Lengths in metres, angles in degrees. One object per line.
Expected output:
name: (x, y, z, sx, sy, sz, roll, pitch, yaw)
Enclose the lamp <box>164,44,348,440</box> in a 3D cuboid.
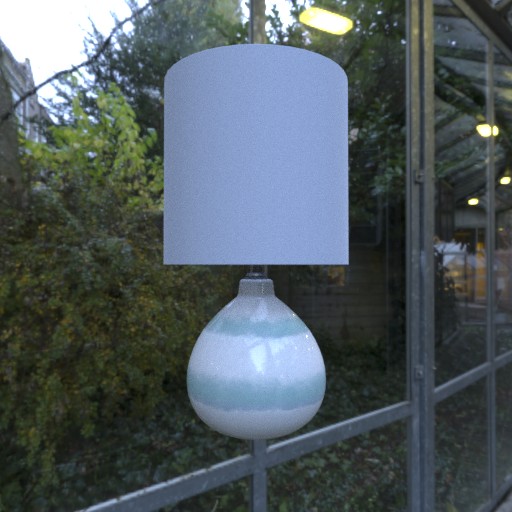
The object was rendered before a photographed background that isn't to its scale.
lamp: (0.000, 0.000, 0.530, 0.217, 0.404, 0.217, 0, -1, -18)
